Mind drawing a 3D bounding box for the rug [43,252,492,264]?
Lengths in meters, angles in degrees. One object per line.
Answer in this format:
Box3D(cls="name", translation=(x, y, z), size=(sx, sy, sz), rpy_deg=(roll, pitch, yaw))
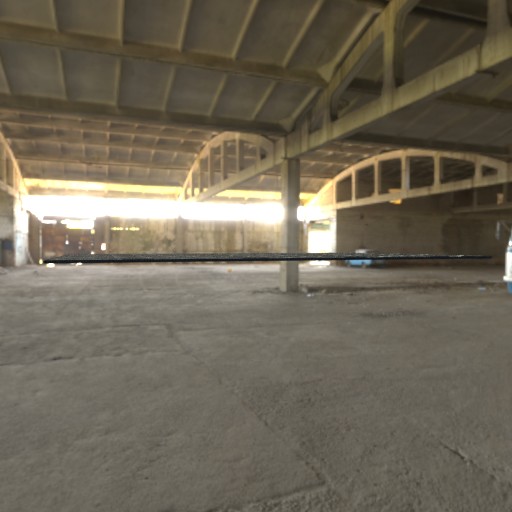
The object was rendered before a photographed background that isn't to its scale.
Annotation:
Box3D(cls="rug", translation=(0.000, 0.000, 2.812), size=(2.290, 0.014, 1.526), rpy_deg=(0, 1, -20))
